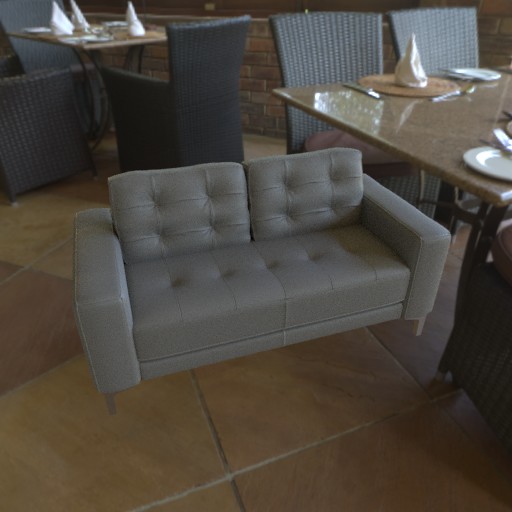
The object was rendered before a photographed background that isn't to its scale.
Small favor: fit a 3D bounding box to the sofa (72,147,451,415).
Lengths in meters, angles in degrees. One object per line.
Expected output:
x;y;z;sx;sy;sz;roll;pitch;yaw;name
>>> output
0.000;0.000;2.277;1.726;0.893;0.833;-10;33;-16;sofa
